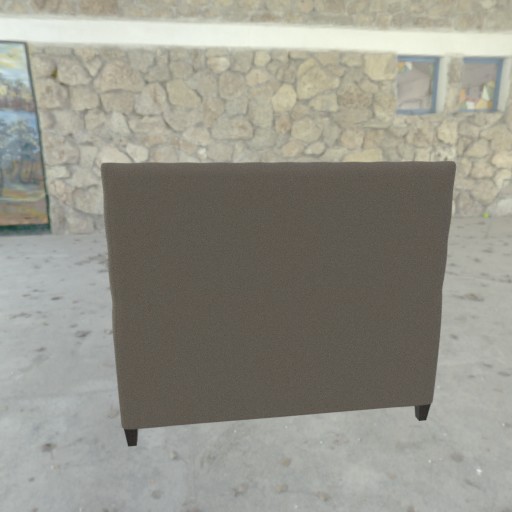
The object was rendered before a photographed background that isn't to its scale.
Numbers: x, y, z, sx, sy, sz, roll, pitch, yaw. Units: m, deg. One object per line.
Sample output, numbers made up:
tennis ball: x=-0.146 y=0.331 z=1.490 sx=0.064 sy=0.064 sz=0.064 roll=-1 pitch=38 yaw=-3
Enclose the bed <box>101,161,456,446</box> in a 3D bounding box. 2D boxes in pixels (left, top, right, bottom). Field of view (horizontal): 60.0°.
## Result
bed: x=0.000 y=0.000 z=3.259 sx=1.696 sy=1.426 sz=2.233 roll=-2 pitch=14 yaw=-8
